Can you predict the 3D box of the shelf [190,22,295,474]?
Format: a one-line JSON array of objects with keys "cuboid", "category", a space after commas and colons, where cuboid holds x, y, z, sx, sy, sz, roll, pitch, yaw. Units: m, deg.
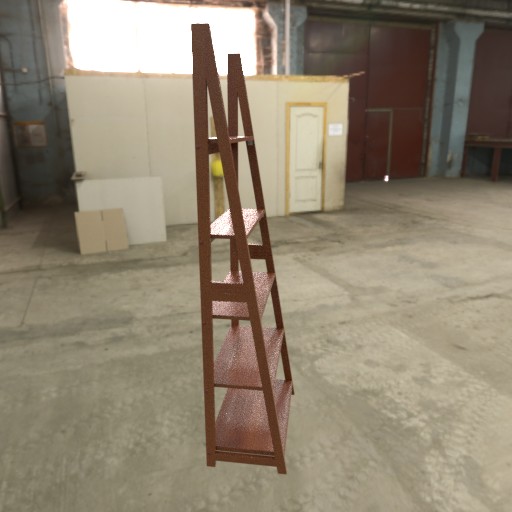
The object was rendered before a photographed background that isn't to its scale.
[{"cuboid": [0.000, 0.000, 1.998, 0.356, 1.780, 0.630, 2, 16, 8], "category": "shelf"}]
